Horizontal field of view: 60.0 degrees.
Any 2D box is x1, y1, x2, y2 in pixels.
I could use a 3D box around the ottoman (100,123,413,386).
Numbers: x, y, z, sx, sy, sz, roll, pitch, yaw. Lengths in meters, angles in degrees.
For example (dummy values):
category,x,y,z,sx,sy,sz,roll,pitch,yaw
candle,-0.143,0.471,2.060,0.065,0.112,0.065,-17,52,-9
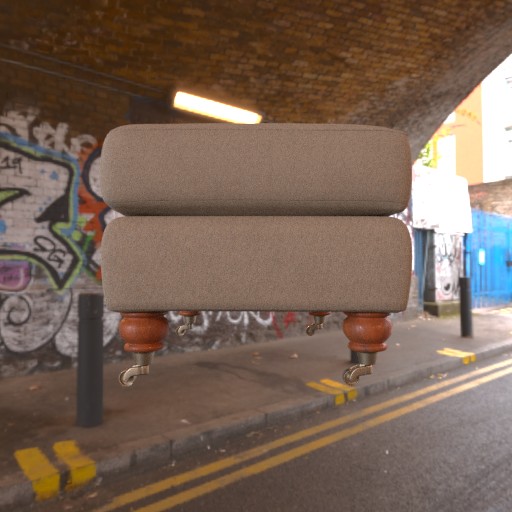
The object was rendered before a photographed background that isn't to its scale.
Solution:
category,x,y,z,sx,sy,sz,roll,pitch,yaw
ottoman,0.000,0.000,1.141,0.569,0.504,0.773,0,-1,0
